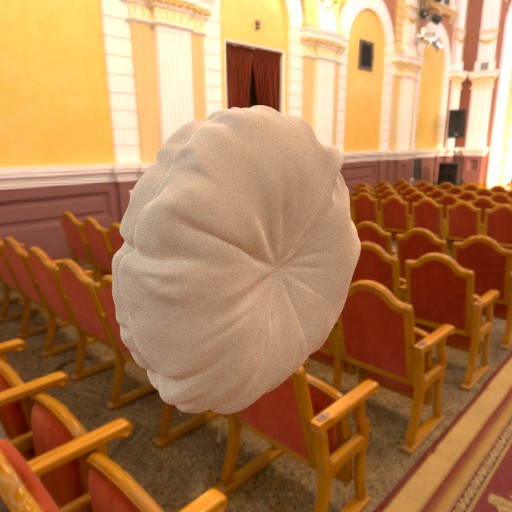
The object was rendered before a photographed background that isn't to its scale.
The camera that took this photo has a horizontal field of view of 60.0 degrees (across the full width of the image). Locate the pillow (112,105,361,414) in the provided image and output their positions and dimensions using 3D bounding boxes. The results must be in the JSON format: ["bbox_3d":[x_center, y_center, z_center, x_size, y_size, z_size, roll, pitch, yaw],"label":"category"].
[{"bbox_3d":[0.000,0.000,0.633,0.148,0.407,0.428,14,20,42],"label":"pillow"}]
